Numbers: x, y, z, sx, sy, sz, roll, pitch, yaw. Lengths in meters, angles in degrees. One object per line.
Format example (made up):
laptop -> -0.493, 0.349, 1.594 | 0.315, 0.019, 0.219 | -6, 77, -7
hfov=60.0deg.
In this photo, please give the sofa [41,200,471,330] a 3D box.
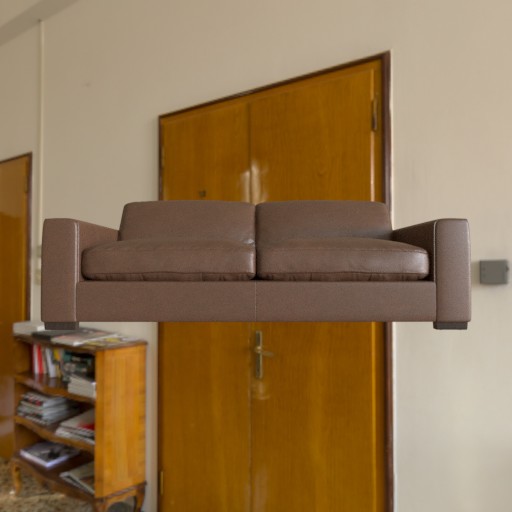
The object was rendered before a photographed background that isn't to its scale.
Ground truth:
sofa -> 0.000, 0.000, 2.823 | 2.262, 0.801, 1.070 | 0, -1, 0
